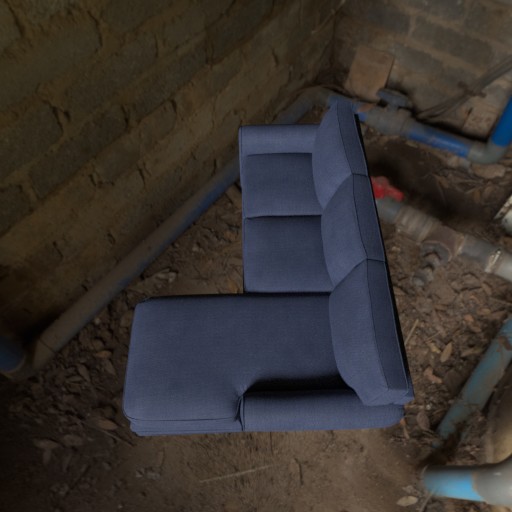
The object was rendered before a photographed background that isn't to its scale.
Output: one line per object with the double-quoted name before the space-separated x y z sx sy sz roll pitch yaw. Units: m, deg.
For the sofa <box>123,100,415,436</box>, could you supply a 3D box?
"sofa" 0.000 0.000 3.414 1.780 1.063 2.567 -1 60 -1
